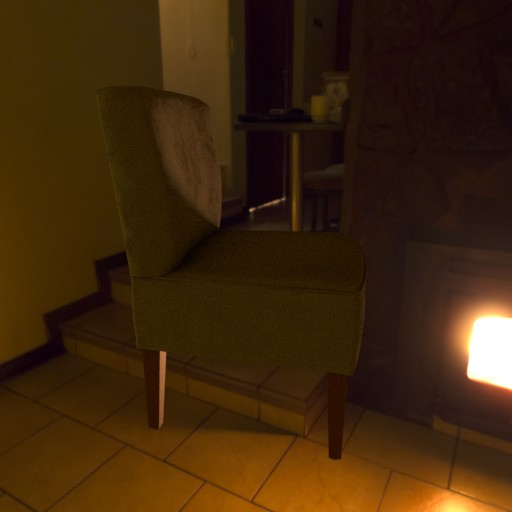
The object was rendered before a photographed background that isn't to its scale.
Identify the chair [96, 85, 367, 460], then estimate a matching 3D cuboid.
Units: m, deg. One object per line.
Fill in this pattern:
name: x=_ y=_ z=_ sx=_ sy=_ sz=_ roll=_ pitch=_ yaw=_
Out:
chair: x=0.000 y=0.000 z=1.139 sx=0.554 sy=0.806 sz=0.521 roll=3 pitch=17 yaw=9
